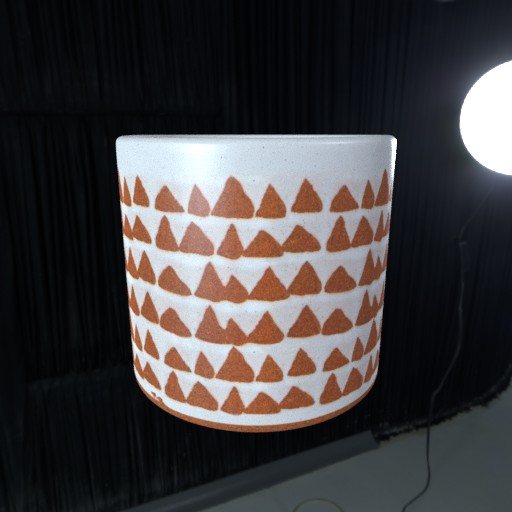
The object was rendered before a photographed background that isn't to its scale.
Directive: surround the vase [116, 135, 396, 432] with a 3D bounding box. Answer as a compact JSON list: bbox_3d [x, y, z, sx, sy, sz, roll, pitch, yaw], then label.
[{"bbox_3d":[0.000,0.000,0.242,0.137,0.127,0.137,0,15,0],"label":"vase"}]
